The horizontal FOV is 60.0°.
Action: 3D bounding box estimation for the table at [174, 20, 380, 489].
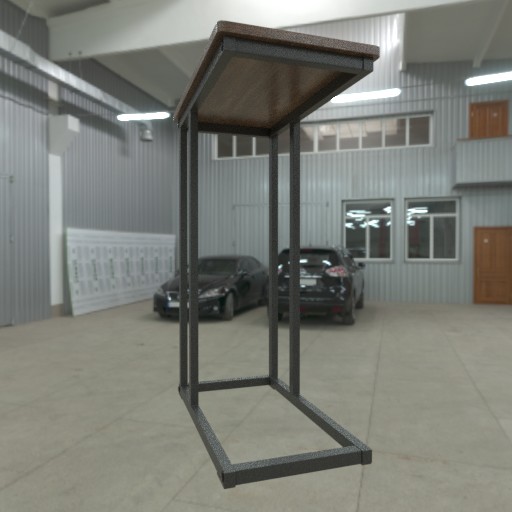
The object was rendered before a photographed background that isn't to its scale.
[{"bbox_3d":[0.000,0.000,0.847,0.254,0.637,0.450,0,1,-18],"label":"table"}]
